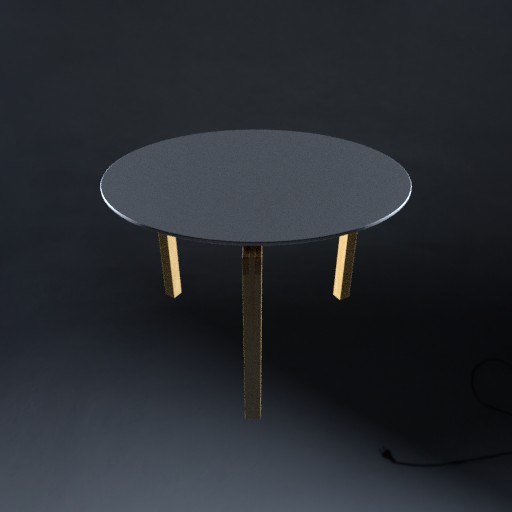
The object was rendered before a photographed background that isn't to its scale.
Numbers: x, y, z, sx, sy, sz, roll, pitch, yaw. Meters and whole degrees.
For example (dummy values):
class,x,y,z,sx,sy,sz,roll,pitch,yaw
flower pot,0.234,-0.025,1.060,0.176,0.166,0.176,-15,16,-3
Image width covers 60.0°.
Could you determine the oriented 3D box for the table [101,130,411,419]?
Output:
class,x,y,z,sx,sy,sz,roll,pitch,yaw
table,0.000,0.000,0.997,0.600,0.405,0.600,0,31,0
